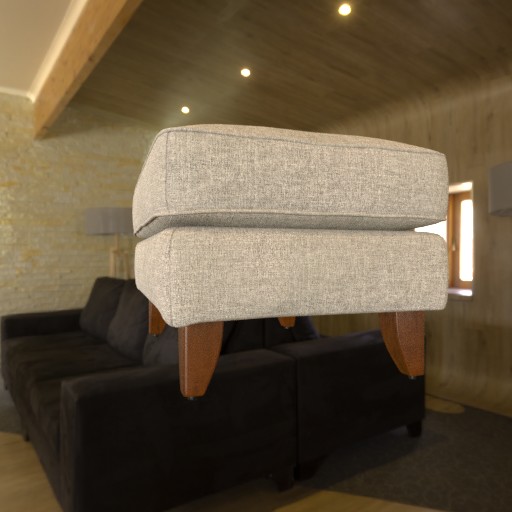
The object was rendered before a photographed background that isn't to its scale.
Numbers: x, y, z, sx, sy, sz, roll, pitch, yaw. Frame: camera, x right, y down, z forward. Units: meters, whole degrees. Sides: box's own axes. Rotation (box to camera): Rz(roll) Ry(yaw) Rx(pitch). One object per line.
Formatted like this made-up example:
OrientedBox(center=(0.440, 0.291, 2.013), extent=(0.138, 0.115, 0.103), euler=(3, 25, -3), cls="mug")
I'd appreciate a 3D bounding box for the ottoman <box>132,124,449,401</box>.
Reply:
OrientedBox(center=(0.000, 0.000, 1.283), extent=(0.661, 0.561, 0.889), euler=(0, 0, -18), cls="ottoman")
